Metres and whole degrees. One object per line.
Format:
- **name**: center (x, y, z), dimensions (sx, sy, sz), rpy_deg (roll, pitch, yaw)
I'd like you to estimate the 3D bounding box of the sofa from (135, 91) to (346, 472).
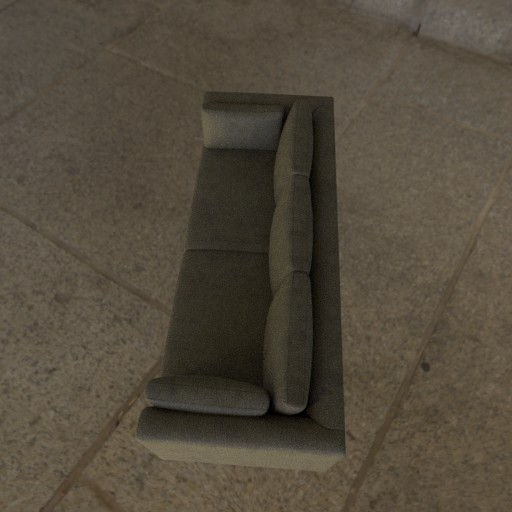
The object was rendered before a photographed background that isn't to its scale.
- **sofa**: center (0.000, 0.000, 2.878), dimensions (0.969, 0.867, 2.415), rpy_deg (3, 58, 2)
